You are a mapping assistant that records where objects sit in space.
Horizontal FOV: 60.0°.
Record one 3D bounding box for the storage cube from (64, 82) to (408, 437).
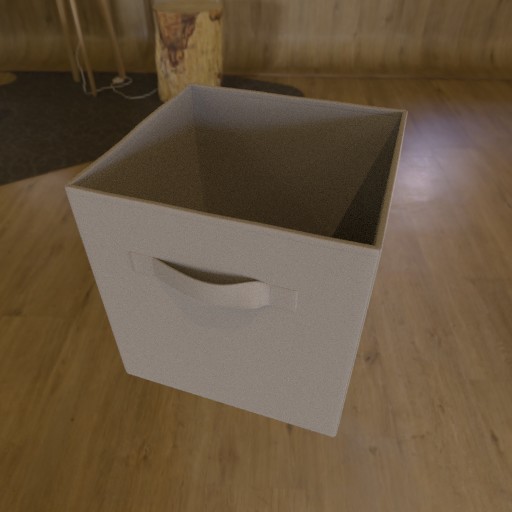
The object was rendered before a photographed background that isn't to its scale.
[{"bbox_3d":[0.000,0.000,0.517,0.270,0.280,0.270,12,43,14],"label":"storage cube"}]
